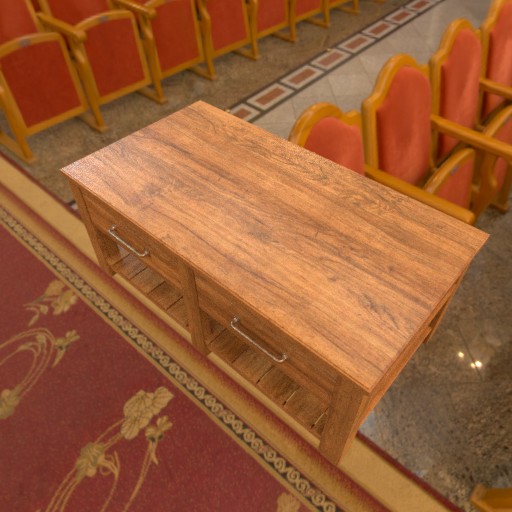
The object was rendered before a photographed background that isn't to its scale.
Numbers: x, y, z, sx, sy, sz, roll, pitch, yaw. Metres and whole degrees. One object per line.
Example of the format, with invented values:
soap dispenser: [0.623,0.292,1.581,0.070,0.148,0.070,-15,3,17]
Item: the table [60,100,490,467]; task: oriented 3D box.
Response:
table: [0.000,0.000,1.483,1.150,0.480,0.635,33,55,27]
